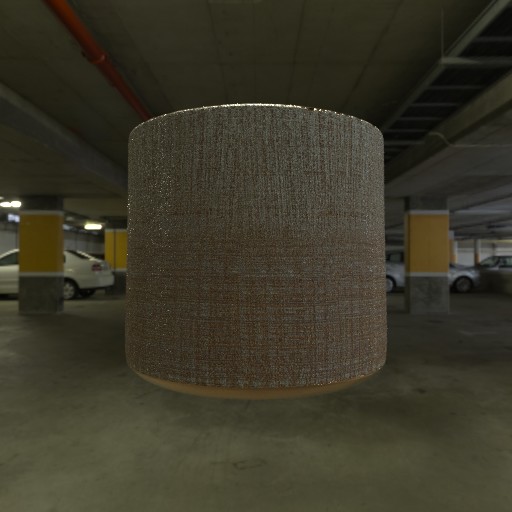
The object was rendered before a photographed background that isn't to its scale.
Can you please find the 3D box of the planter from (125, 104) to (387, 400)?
[{"bbox_3d":[0.000,0.000,0.314,0.177,0.157,0.177,0,-1,0],"label":"planter"}]
